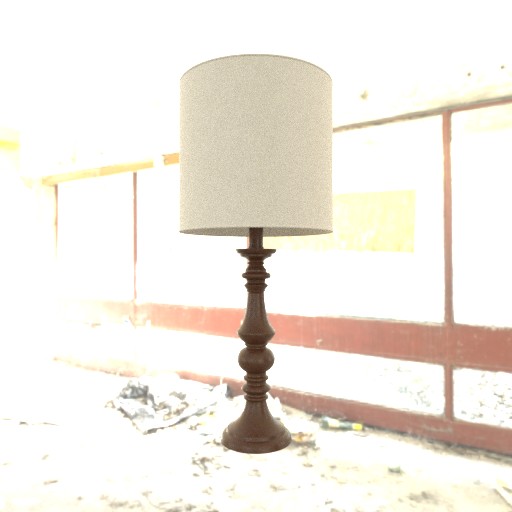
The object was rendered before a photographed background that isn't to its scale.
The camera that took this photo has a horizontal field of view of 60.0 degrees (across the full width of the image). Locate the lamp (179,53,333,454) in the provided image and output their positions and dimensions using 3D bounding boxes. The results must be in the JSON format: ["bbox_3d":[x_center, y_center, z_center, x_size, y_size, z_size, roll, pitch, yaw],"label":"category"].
[{"bbox_3d":[0.000,0.000,0.728,0.250,0.597,0.250,0,-1,-37],"label":"lamp"}]
